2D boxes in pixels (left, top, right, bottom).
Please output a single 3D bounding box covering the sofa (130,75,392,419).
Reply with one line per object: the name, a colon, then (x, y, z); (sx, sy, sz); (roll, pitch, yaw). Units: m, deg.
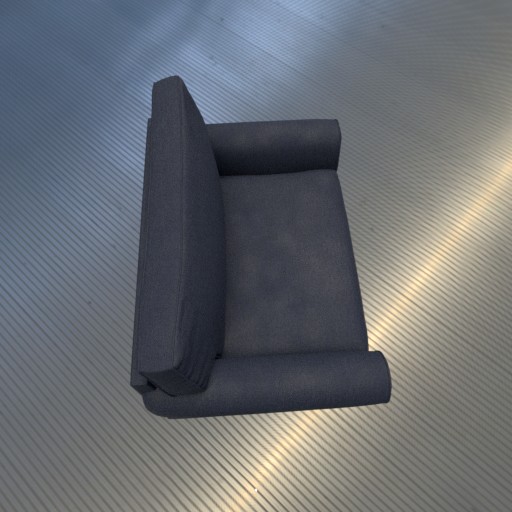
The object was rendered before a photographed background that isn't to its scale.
sofa: (0.000, 0.000, 2.039); (0.938, 1.004, 1.405); (-3, 62, -2)
